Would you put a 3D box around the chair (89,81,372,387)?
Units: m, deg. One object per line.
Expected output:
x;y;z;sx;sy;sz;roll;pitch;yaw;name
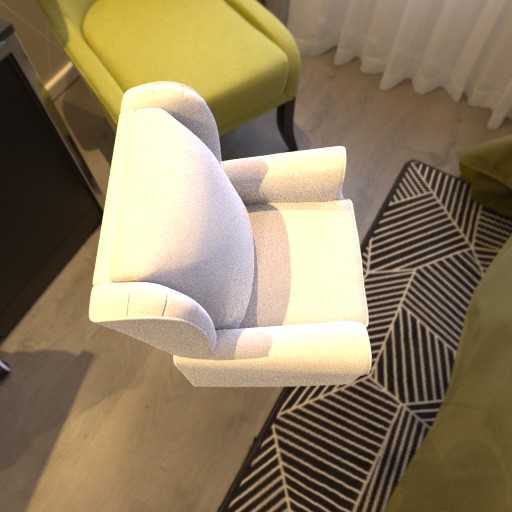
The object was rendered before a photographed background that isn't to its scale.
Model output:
0.000;0.000;1.669;0.854;0.967;0.906;-1;64;0;chair
